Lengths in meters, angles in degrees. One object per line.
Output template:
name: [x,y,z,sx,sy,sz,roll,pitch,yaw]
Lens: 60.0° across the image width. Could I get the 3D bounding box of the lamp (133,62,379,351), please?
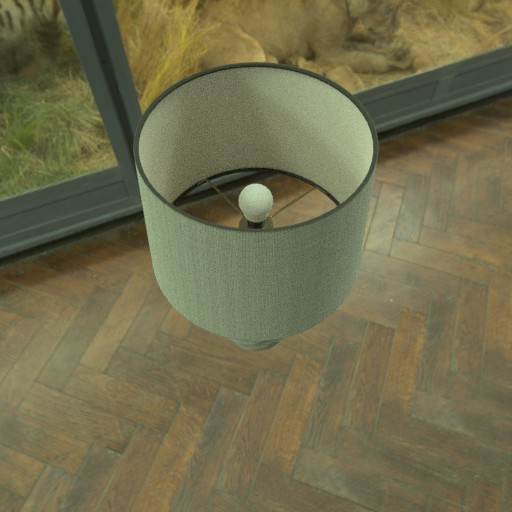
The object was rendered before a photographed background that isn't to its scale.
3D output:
lamp: [0.000,0.000,0.841,0.376,0.594,0.376,0,57,0]
